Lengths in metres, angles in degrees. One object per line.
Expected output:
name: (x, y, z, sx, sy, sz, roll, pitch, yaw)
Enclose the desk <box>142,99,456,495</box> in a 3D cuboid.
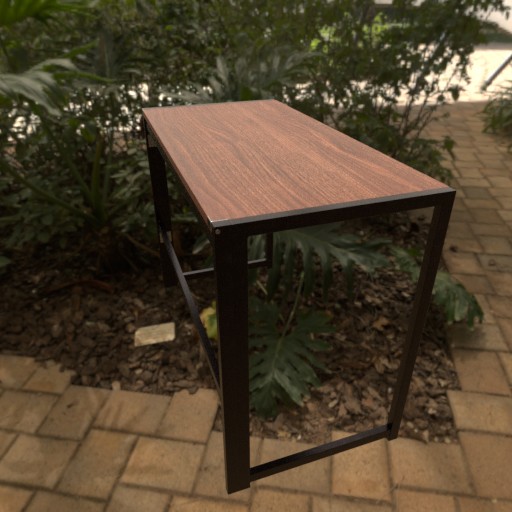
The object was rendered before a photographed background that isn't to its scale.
desk: (0.000, 0.000, 1.428, 0.508, 0.762, 1.016, -10, 31, -17)
